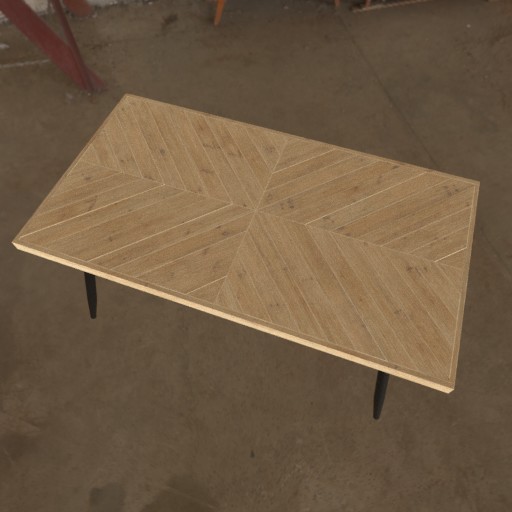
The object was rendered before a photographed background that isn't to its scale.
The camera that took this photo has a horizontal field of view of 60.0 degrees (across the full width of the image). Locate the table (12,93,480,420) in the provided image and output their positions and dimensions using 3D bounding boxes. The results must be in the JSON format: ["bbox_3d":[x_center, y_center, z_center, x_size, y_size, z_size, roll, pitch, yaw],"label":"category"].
[{"bbox_3d":[0.000,0.000,2.253,1.803,0.762,0.991,17,60,10],"label":"table"}]
